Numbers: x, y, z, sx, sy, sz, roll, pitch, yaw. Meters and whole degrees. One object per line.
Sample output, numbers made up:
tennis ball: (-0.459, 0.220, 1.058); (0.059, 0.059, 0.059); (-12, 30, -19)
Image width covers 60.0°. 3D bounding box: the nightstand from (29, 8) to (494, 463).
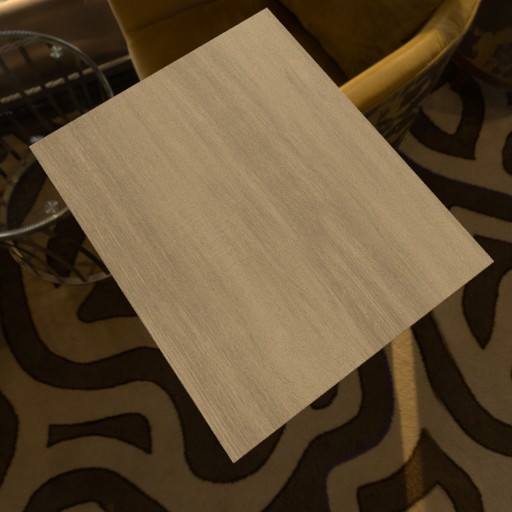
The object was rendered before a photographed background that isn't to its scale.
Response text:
nightstand: (0.000, 0.000, 0.778); (0.380, 0.500, 0.450); (-35, 77, -9)
